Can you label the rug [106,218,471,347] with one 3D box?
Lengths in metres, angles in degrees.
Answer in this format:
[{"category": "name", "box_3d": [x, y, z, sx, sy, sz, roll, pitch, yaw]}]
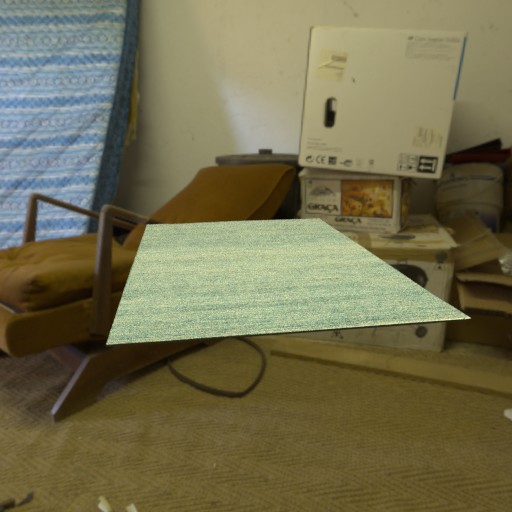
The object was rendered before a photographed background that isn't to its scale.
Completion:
[{"category": "rug", "box_3d": [0.000, 0.000, 5.220, 2.802, 0.052, 4.078, -3, 16, -9]}]
